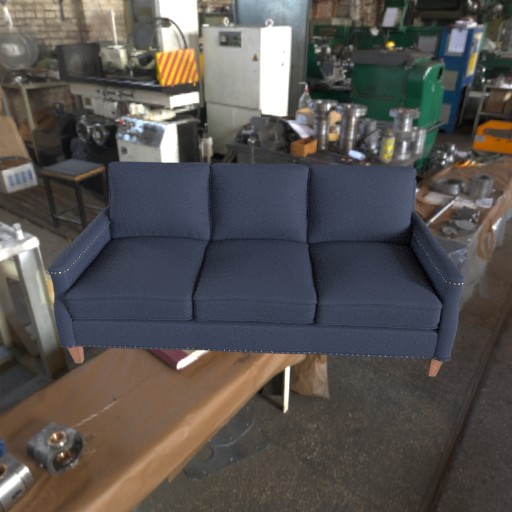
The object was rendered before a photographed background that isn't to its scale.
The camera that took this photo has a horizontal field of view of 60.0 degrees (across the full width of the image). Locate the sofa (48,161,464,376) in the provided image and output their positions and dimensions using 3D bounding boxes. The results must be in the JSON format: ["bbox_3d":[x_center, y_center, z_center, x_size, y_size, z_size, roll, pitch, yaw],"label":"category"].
[{"bbox_3d":[0.000,0.000,2.826,2.246,1.003,1.084,1,28,3],"label":"sofa"}]
